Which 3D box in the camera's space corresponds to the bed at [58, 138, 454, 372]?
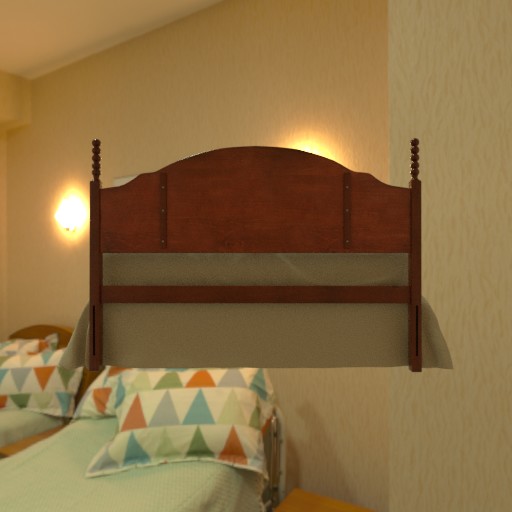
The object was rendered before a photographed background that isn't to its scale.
[{"bbox_3d":[0.000,0.000,3.652,2.322,1.355,2.219,0,0,0],"label":"bed"}]
